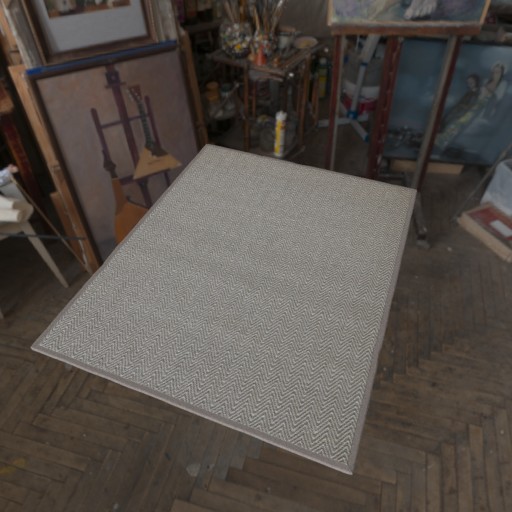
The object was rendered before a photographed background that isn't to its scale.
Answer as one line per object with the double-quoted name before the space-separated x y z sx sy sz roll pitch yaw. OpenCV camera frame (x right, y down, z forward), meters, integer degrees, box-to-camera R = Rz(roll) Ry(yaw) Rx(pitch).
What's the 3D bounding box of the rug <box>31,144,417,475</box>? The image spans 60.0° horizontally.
"rug" 0.000 0.000 3.953 2.434 0.032 3.007 16 48 15
